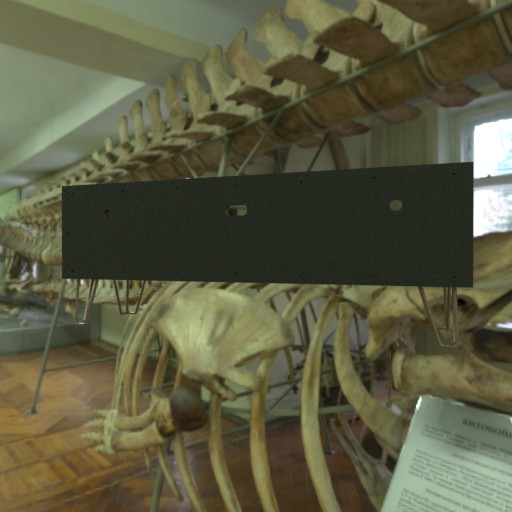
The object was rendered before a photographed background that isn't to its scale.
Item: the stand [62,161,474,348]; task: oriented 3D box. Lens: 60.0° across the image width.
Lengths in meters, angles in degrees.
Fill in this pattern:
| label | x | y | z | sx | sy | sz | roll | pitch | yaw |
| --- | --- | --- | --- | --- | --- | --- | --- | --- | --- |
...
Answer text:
| label | x | y | z | sx | sy | sz | roll | pitch | yaw |
| --- | --- | --- | --- | --- | --- | --- | --- | --- | --- |
| stand | 0.000 | 0.000 | 1.903 | 1.626 | 0.610 | 0.481 | 0 | 0 | 18 |
